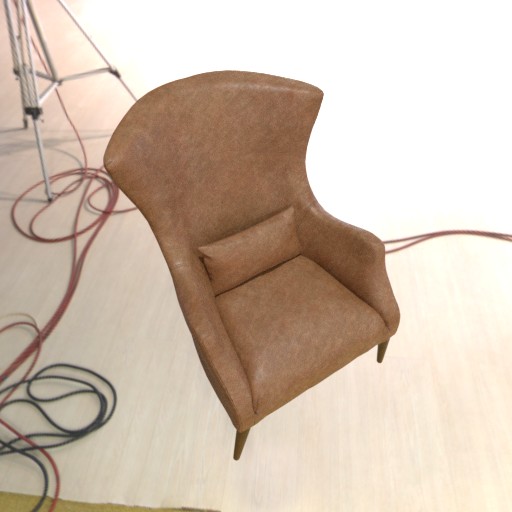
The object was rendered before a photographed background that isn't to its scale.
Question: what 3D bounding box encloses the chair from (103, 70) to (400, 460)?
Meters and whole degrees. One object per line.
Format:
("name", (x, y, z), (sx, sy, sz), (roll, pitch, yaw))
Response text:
("chair", (0.000, 0.000, 1.736), (0.846, 1.067, 0.955), (-25, 52, -22))
